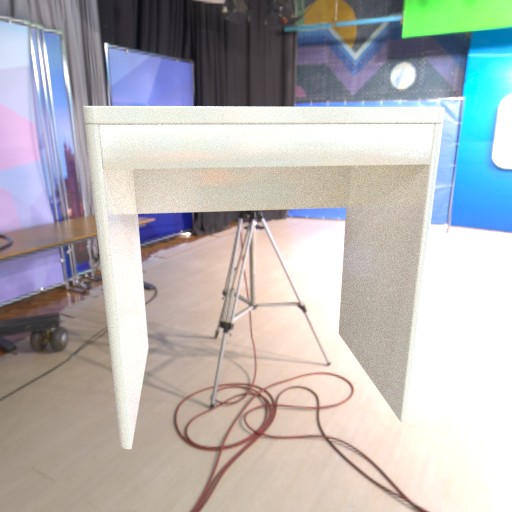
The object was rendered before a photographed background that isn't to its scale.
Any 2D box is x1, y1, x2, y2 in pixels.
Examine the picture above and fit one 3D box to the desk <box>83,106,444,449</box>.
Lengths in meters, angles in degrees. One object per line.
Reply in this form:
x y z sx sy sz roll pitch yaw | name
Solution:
0.000 0.000 1.272 0.762 0.800 0.549 -3 18 -8 | desk
